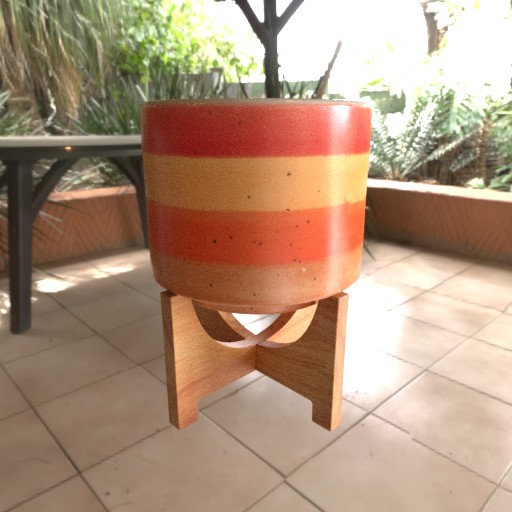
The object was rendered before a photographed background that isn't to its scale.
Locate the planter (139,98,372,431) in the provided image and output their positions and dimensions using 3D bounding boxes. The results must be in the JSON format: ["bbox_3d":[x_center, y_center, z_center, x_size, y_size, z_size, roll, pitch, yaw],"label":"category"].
[{"bbox_3d":[0.000,0.000,0.412,0.199,0.268,0.199,0,17,0],"label":"planter"}]
